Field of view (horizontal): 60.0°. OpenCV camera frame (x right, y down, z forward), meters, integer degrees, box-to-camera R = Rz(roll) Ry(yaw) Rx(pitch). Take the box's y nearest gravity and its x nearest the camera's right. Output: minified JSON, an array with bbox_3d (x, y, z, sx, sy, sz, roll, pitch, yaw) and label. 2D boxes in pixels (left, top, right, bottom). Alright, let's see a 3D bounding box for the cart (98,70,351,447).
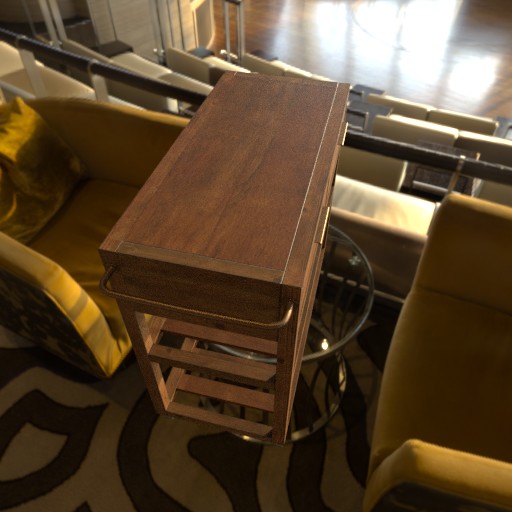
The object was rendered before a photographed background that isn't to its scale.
[{"bbox_3d":[0.000,0.000,1.487,0.445,0.830,1.065,10,46,10],"label":"cart"}]
